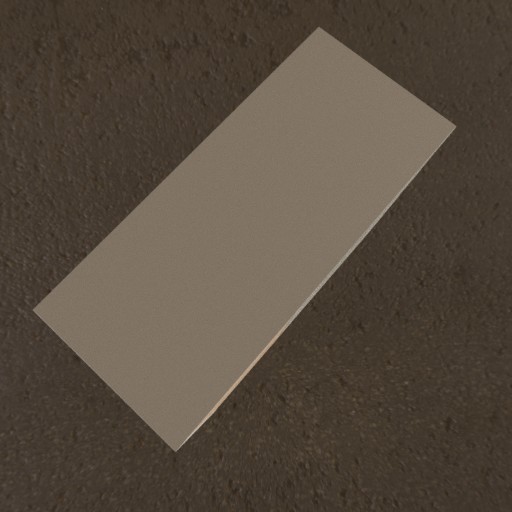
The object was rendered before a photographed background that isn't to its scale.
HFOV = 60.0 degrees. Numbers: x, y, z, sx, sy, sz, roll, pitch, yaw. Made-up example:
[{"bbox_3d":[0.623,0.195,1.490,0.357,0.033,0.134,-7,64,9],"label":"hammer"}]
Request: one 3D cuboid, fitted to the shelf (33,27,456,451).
[{"bbox_3d":[0.000,0.000,1.287,0.396,0.732,0.895,41,79,9],"label":"shelf"}]
